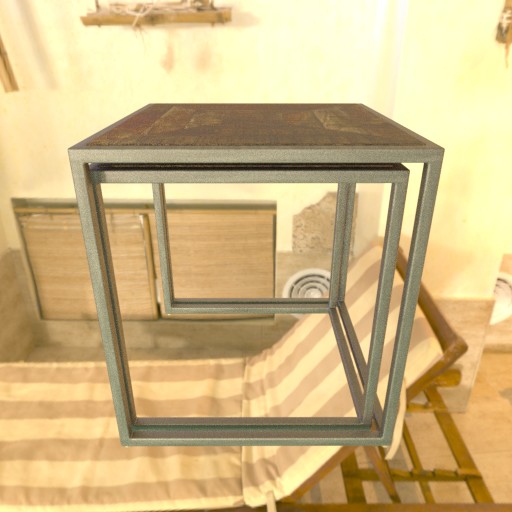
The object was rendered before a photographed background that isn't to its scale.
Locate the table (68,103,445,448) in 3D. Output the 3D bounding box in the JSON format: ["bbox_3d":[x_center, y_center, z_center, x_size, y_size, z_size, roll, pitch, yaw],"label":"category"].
[{"bbox_3d":[0.000,0.000,0.833,0.449,0.500,0.450,0,25,0],"label":"table"}]
